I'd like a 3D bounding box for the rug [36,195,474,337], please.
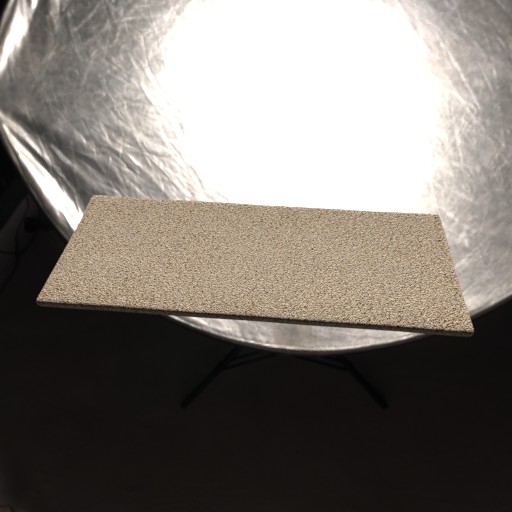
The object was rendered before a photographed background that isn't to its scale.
[{"bbox_3d":[0.000,0.000,1.740,1.524,0.030,0.609,4,47,3],"label":"rug"}]
